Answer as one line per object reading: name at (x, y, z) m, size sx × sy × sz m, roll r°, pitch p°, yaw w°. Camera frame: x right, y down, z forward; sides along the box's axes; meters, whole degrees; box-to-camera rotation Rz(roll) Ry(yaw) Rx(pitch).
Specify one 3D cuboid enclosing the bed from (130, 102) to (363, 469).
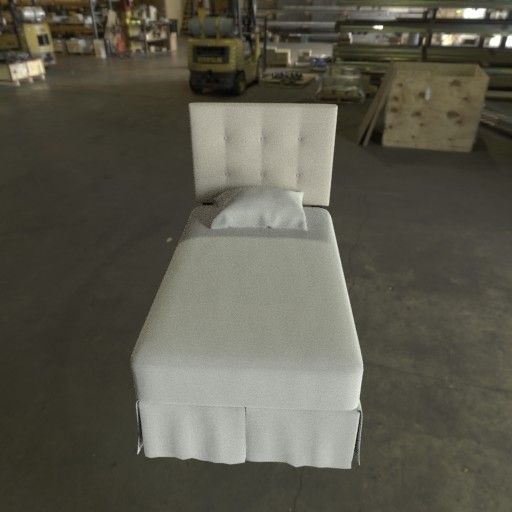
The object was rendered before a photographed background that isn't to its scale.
bed at (0.000, 0.000, 2.940) m, size 1.261 × 1.571 × 1.997 m, roll 1°, pitch 30°, yaw 3°
